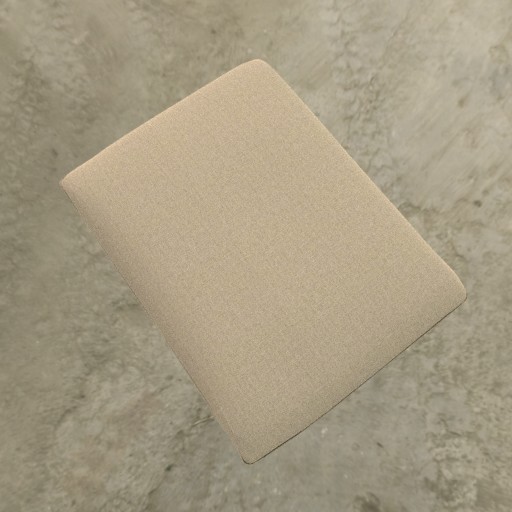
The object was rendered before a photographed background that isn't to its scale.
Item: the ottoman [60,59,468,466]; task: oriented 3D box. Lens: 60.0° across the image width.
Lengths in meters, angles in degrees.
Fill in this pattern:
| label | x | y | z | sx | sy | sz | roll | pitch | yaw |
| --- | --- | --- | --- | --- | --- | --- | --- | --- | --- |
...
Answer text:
| label | x | y | z | sx | sy | sz | roll | pitch | yaw |
| --- | --- | --- | --- | --- | --- | --- | --- | --- | --- |
| ottoman | 0.000 | 0.000 | 1.011 | 0.541 | 0.463 | 0.684 | -35 | 78 | -9 |
